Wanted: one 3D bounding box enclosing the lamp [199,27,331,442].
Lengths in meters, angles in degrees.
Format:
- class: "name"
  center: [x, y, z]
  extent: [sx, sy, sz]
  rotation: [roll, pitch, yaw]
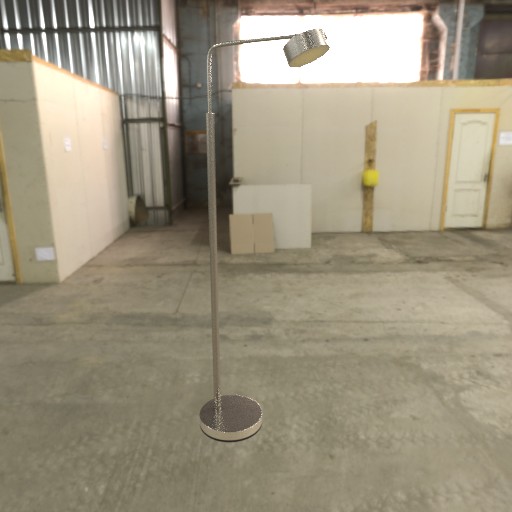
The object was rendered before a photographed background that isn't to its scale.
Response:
- class: "lamp"
  center: [0.000, 0.000, 1.379]
  extent: [0.421, 1.250, 0.222]
  rotation: [7, 17, 26]
